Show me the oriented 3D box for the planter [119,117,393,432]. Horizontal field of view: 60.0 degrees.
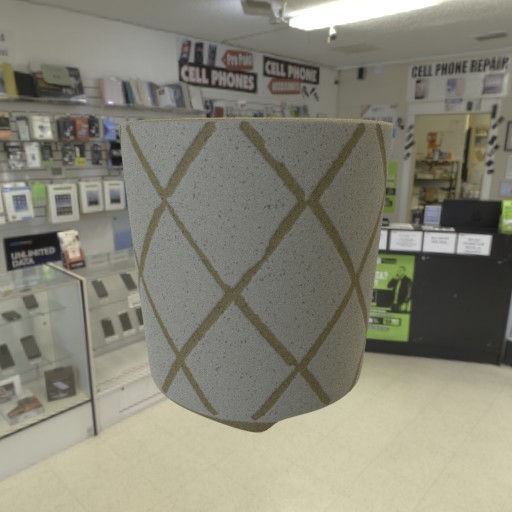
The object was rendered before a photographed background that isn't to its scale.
[{"bbox_3d":[0.000,0.000,0.412,0.228,0.235,0.228,0,14,0],"label":"planter"}]
